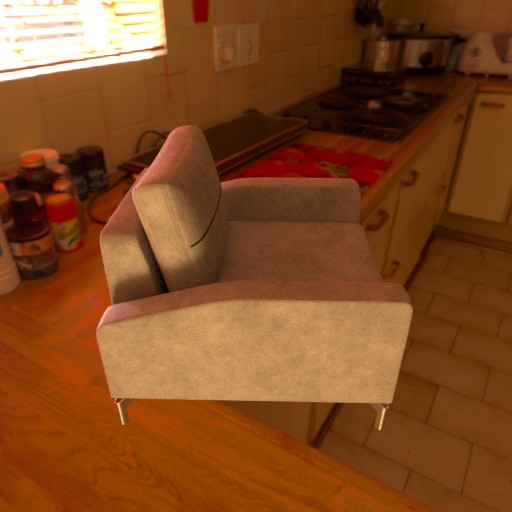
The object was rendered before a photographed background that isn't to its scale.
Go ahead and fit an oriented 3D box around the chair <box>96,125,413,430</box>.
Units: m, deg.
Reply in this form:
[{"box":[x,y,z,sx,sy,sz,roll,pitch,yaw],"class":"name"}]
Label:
[{"box":[0.000,0.000,1.623,0.900,0.800,0.900,1,31,1],"class":"chair"}]
